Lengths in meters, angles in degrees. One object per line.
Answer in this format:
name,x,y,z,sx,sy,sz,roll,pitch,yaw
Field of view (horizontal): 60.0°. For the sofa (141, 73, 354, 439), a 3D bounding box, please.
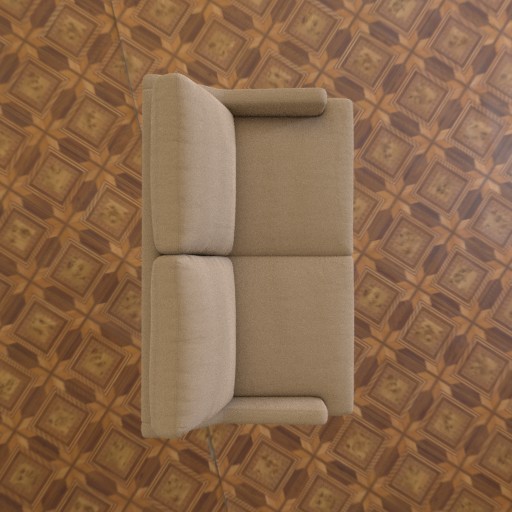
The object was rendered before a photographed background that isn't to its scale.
sofa,0.000,0.000,2.183,1.004,0.910,1.619,0,89,-1
